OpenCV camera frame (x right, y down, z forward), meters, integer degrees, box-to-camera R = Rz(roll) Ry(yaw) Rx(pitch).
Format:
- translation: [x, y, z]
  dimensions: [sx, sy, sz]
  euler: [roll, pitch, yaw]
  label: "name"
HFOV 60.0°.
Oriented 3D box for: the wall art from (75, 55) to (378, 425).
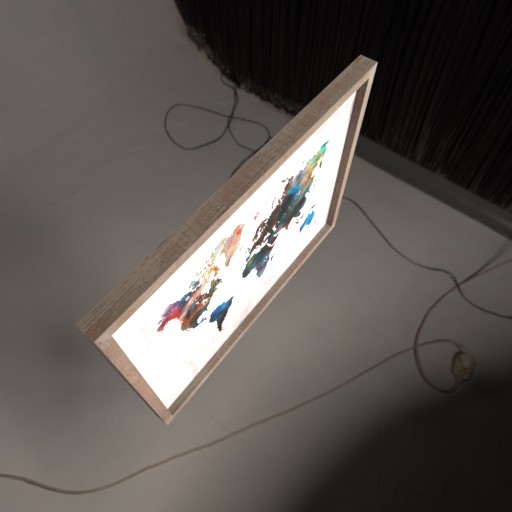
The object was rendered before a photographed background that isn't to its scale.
- translation: [0.000, 0.000, 1.747]
  dimensions: [0.070, 1.009, 1.320]
  euler: [34, 64, 19]
  label: "wall art"
